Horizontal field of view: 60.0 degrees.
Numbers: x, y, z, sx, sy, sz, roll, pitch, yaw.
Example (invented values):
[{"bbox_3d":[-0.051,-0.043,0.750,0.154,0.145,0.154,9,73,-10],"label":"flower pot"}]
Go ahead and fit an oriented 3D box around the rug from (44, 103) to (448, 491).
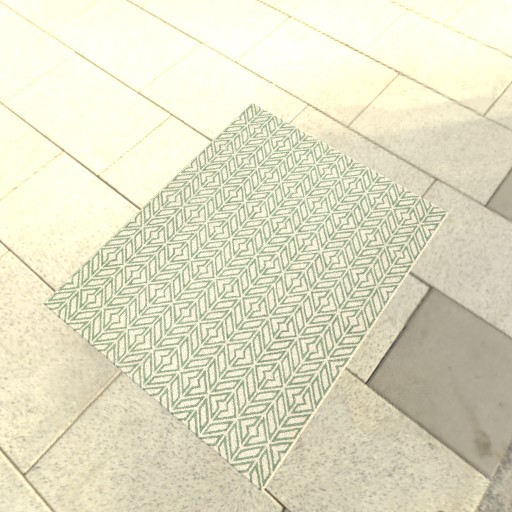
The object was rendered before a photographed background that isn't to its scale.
[{"bbox_3d":[0.000,0.000,4.150,2.441,0.017,3.050,34,68,16],"label":"rug"}]
